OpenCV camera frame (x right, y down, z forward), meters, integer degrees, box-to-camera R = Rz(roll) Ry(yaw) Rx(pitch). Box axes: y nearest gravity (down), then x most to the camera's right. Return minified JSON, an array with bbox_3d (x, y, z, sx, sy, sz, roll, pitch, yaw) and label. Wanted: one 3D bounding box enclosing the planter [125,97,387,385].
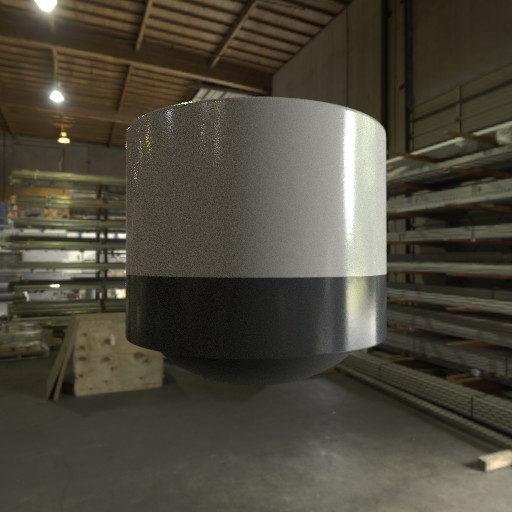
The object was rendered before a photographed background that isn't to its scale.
[{"bbox_3d":[0.000,0.000,0.342,0.193,0.177,0.193,0,-1,0],"label":"planter"}]
